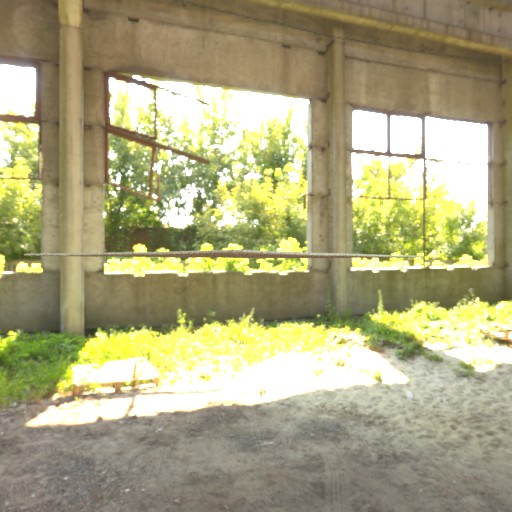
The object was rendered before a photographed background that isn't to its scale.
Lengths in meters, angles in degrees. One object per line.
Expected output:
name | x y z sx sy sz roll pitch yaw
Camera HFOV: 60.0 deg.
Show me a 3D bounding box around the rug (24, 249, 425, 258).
rug | 0.000 0.000 2.383 1.250 0.015 1.850 0 -1 36
